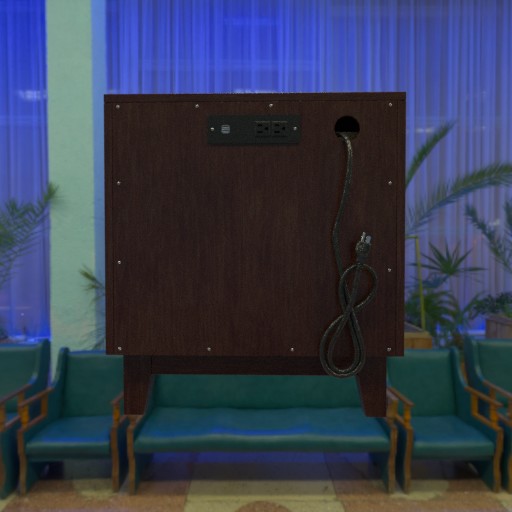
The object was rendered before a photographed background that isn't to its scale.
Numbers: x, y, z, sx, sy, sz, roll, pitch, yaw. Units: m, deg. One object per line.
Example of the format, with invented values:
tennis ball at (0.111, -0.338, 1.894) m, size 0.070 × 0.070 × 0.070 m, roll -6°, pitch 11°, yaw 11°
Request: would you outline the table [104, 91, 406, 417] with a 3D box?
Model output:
table at (0.000, 0.000, 0.999) m, size 0.557 × 0.609 × 0.449 m, roll 0°, pitch 1°, yaw 1°
